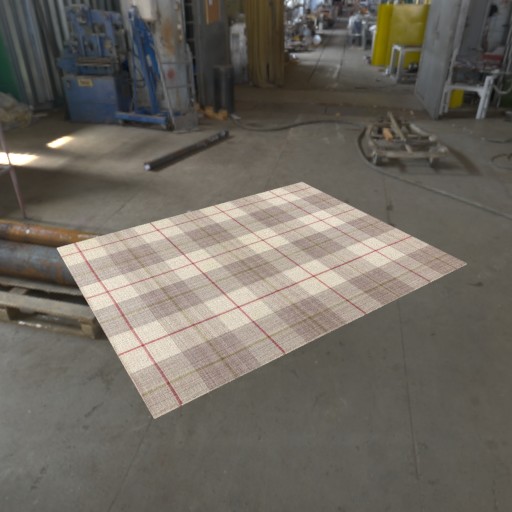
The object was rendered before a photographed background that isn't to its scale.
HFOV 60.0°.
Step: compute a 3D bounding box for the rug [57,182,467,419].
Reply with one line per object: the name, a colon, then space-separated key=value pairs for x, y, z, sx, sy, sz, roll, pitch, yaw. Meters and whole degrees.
rug: x=0.000 y=0.000 z=4.059 sx=2.959 sy=0.016 sz=2.317 roll=-19 pitch=36 yaw=-28
